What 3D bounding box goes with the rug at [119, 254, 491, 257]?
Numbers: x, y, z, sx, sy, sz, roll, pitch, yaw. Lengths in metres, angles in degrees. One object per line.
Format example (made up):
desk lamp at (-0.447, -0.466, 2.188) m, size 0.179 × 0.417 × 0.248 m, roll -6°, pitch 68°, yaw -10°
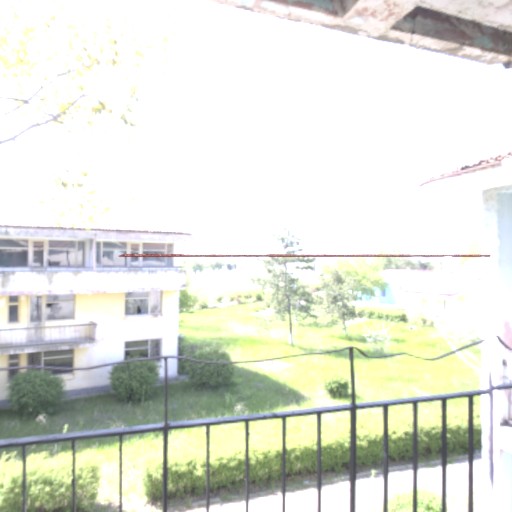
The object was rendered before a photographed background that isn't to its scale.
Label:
rug at (0.000, 0.000, 4.140) m, size 2.441 × 0.016 × 3.050 m, roll 0°, pitch 0°, yaw -18°
